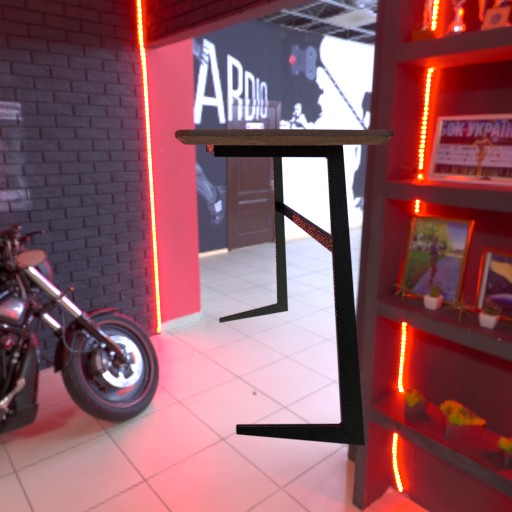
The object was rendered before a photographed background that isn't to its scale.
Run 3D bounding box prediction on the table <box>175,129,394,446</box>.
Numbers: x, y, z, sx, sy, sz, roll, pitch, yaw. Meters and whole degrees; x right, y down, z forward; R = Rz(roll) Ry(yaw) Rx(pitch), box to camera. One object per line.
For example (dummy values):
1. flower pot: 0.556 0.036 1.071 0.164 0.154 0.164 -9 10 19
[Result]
1. table: 0.000 0.000 1.086 0.361 0.576 0.804 -2 15 -8
